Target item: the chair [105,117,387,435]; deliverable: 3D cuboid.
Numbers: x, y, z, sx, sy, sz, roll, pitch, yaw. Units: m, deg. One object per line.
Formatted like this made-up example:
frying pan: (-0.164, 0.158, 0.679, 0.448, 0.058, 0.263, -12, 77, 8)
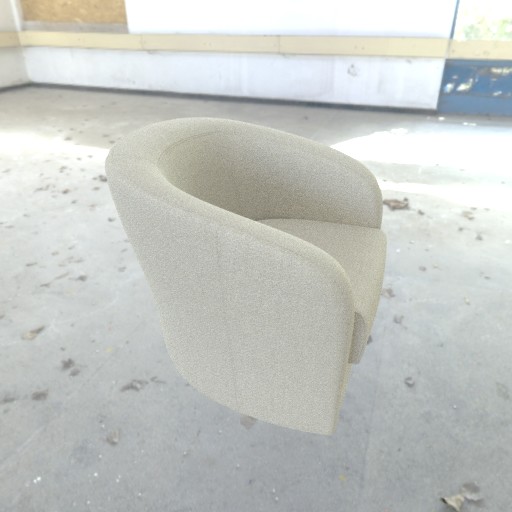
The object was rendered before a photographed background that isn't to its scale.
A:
chair: (0.000, 0.000, 1.454, 0.815, 0.771, 0.791, 10, 31, 17)
